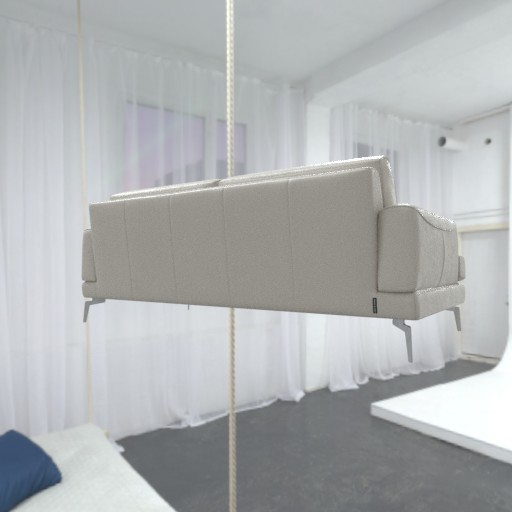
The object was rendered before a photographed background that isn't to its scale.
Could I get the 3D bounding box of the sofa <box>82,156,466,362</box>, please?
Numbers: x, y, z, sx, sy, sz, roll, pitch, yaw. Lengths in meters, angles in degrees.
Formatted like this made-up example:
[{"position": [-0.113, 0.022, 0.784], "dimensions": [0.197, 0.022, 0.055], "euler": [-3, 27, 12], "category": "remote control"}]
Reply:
[{"position": [0.000, 0.000, 2.400], "dimensions": [1.940, 0.765, 0.974], "euler": [-1, -1, 35], "category": "sofa"}]
